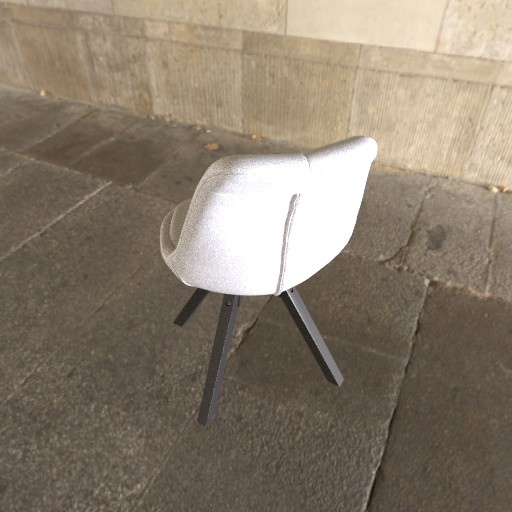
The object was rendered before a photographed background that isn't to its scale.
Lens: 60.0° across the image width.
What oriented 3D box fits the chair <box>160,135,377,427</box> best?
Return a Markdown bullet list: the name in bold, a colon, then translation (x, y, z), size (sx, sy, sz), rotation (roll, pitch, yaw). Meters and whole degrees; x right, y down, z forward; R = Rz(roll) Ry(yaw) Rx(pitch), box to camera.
- **chair**: translation (0.000, 0.000, 1.187), size (0.485, 0.850, 0.550), rotation (-12, 42, -14)
